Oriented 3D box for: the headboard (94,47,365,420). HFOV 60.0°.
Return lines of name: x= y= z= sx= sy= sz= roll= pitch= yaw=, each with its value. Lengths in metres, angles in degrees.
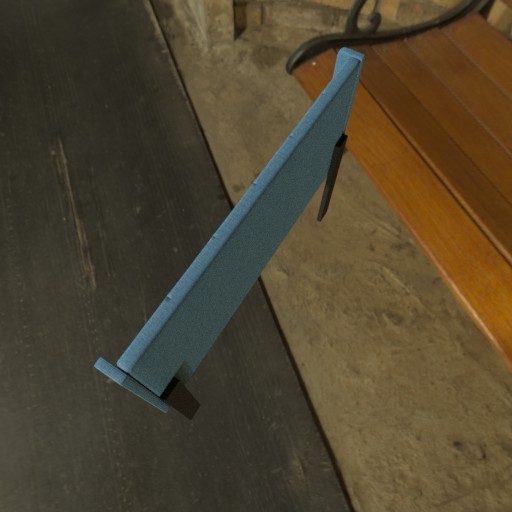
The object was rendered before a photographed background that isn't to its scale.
headboard: x=0.000 y=0.000 z=2.714 sx=0.184 sy=1.524 sz=2.051 roll=30 pitch=68 yaw=13
